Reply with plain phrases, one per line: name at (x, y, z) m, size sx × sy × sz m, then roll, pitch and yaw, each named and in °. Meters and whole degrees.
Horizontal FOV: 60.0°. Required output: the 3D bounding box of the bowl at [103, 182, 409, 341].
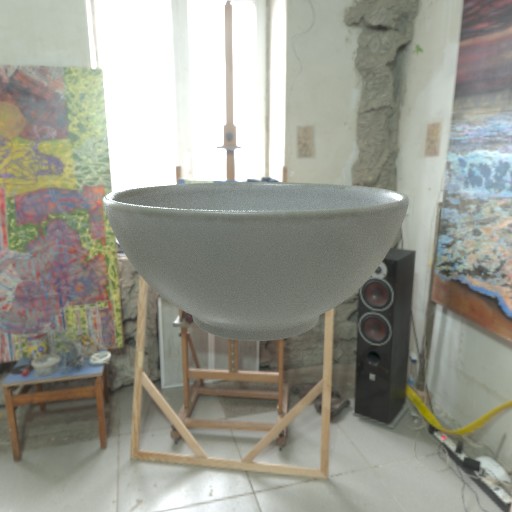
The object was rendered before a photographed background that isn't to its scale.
bowl at (0.000, 0.000, 0.422) m, size 0.268 × 0.121 × 0.268 m, roll 0°, pitch 13°, yaw 0°
